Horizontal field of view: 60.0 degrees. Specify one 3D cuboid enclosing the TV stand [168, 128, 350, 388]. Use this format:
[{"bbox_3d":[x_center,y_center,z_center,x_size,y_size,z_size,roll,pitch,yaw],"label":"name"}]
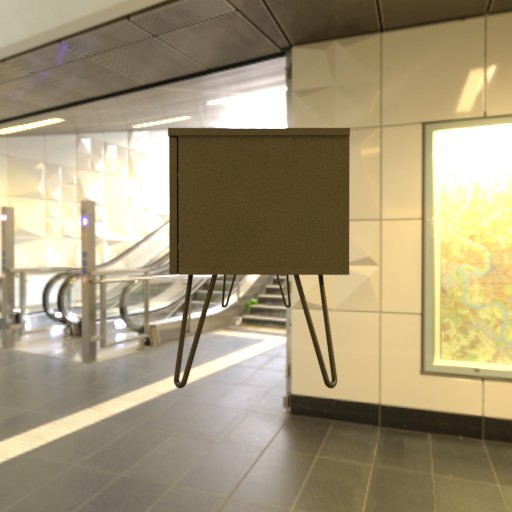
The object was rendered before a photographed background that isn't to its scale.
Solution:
[{"bbox_3d":[0.000,0.000,1.642,0.400,0.560,1.400,0,1,0],"label":"TV stand"}]
